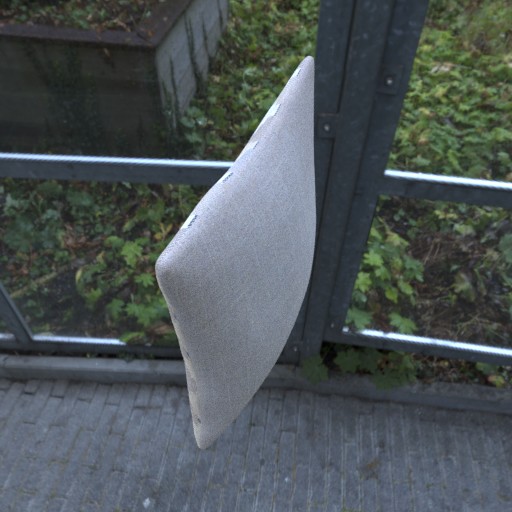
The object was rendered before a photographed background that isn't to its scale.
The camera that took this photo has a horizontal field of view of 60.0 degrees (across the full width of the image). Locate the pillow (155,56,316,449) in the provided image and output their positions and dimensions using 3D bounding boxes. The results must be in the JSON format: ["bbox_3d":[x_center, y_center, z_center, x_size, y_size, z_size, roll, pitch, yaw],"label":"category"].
[{"bbox_3d":[0.000,0.000,0.858,0.192,0.558,0.578,16,49,15],"label":"pillow"}]
